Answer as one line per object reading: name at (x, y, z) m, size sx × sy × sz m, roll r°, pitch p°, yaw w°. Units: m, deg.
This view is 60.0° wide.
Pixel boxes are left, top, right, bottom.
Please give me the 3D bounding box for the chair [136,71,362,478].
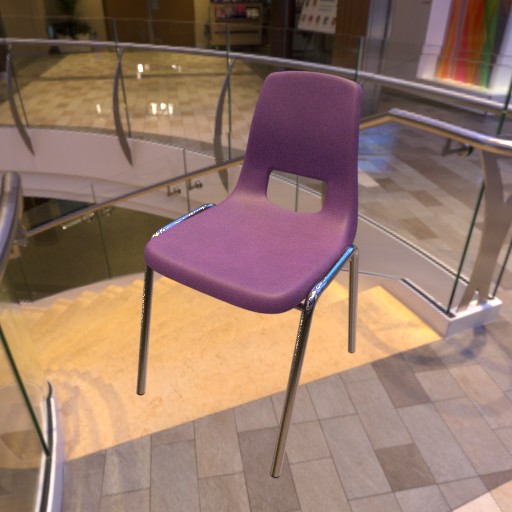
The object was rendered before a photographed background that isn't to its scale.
chair at (0.000, 0.000, 0.911) m, size 0.381 × 0.654 × 0.432 m, roll 19°, pitch 36°, yaw 28°
